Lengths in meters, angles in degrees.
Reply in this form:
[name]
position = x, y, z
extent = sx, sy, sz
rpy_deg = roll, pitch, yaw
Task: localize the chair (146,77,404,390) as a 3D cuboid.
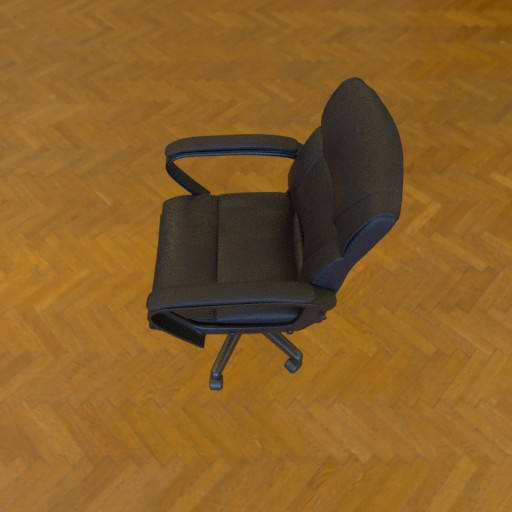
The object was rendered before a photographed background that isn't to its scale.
[chair]
position = 0.000, 0.000, 1.382
extent = 0.641, 0.998, 0.576
rpy_deg = -1, 57, -1
